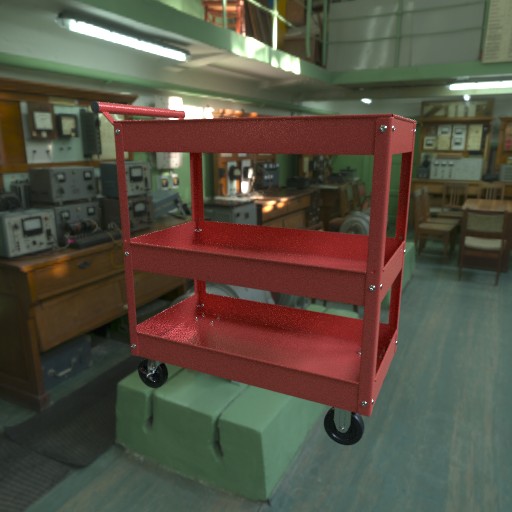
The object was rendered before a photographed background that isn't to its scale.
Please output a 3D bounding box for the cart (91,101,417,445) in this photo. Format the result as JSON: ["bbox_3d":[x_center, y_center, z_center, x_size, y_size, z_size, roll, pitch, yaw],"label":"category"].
[{"bbox_3d":[0.000,0.000,1.183,0.719,0.780,0.366,7,16,25],"label":"cart"}]
